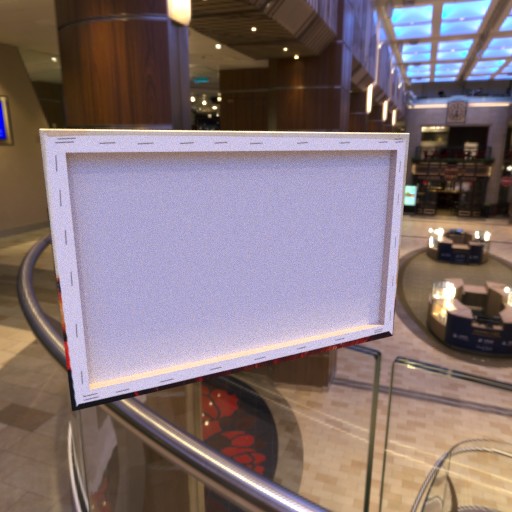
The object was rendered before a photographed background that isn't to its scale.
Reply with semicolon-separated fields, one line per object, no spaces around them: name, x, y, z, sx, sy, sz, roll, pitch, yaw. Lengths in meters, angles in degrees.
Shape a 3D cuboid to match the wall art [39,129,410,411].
wall art;0.000;0.000;1.113;0.918;0.602;0.038;-7;16;-25
